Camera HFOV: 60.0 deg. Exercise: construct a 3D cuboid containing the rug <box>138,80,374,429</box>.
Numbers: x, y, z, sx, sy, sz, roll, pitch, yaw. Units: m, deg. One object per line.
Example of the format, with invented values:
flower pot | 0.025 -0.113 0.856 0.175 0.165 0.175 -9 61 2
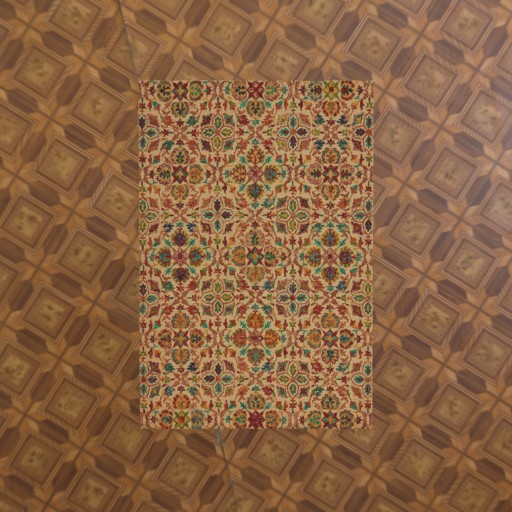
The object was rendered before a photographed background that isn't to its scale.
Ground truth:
rug | 0.000 0.000 2.922 1.541 0.018 2.297 0 91 0
